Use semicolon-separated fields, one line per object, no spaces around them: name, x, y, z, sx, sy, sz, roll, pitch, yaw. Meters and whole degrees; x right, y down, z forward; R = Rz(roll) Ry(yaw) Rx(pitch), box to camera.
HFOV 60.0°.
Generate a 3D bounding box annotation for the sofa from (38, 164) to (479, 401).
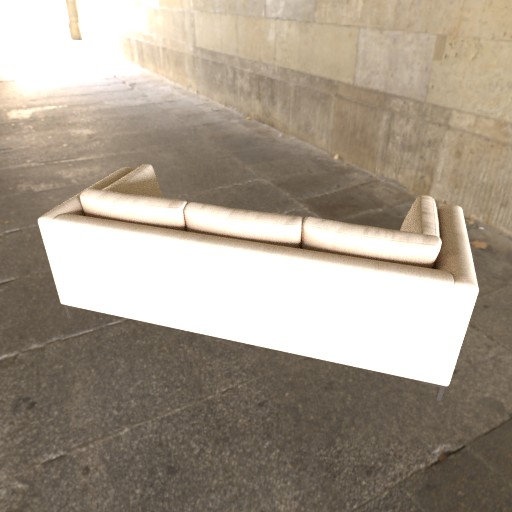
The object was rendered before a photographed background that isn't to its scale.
sofa;0.000;0.000;2.863;2.415;0.867;0.969;9;32;15
